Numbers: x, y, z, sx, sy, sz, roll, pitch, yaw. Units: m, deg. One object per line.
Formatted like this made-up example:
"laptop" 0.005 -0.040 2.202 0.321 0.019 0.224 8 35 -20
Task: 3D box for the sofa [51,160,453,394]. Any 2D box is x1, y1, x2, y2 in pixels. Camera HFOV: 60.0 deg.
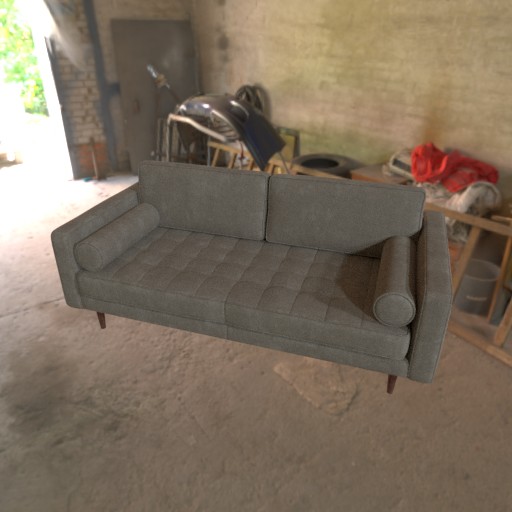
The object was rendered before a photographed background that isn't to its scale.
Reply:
"sofa" 0.000 0.000 2.348 1.883 0.769 0.920 9 29 16
